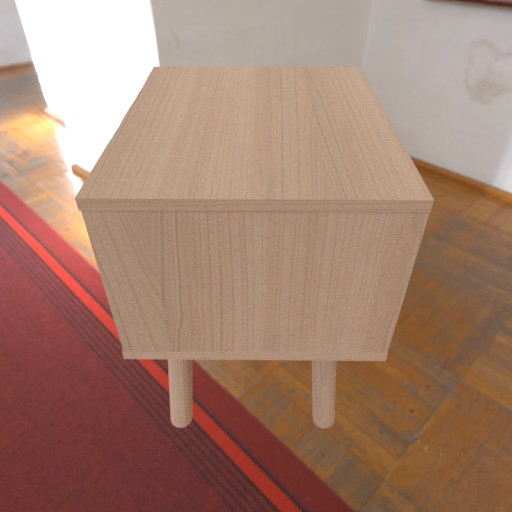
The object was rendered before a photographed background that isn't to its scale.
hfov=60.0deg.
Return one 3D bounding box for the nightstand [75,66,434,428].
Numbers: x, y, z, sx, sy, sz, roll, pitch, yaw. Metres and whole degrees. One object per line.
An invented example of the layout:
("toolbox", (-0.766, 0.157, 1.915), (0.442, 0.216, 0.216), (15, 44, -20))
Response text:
("nightstand", (0.000, 0.000, 0.811), (0.380, 0.530, 0.450), (0, 40, 0))
